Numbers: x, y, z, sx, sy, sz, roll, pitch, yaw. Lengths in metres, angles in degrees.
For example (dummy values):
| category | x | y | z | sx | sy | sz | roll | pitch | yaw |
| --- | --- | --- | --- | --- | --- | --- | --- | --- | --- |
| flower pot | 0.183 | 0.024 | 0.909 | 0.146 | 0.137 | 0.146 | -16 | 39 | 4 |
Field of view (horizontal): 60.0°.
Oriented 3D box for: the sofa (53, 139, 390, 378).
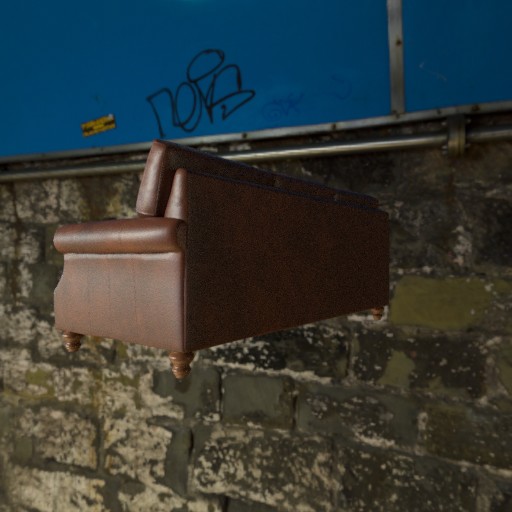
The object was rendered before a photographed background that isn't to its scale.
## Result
| category | x | y | z | sx | sy | sz | roll | pitch | yaw |
| --- | --- | --- | --- | --- | --- | --- | --- | --- | --- |
| sofa | 0.000 | 0.000 | 2.855 | 0.973 | 0.977 | 2.351 | 0 | 0 | 37 |
